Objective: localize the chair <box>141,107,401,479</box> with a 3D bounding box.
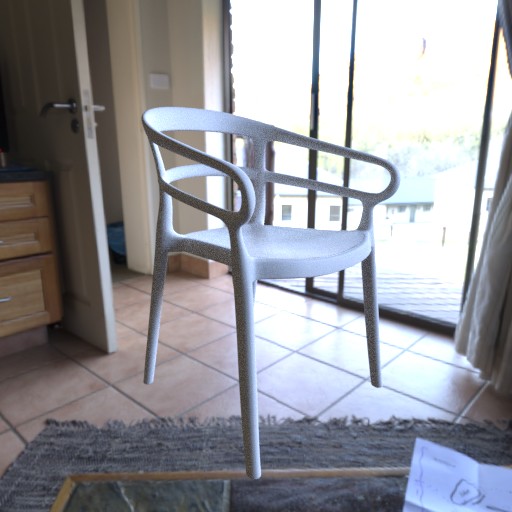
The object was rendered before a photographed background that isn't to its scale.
[{"bbox_3d":[0.000,0.000,1.148,0.527,0.761,0.559,13,19,43],"label":"chair"}]
